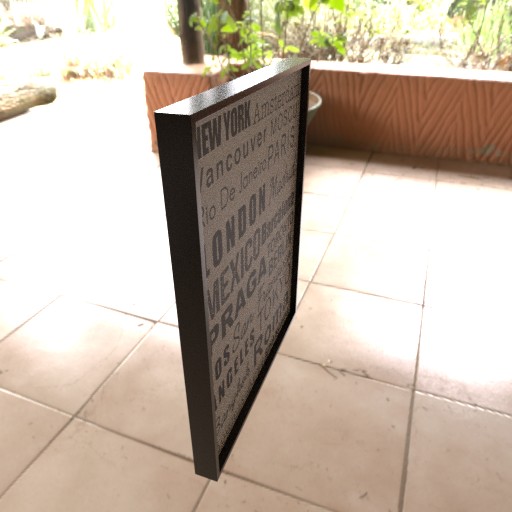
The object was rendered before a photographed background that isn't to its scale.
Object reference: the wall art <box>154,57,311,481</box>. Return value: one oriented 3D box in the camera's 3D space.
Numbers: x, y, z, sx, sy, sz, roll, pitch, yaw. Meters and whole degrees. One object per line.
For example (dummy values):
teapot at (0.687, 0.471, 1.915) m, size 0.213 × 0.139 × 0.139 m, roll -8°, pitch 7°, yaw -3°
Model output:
wall art at (0.000, 0.000, 0.728) m, size 0.038 × 0.551 × 0.448 m, roll 11°, pitch 32°, yaw 17°
